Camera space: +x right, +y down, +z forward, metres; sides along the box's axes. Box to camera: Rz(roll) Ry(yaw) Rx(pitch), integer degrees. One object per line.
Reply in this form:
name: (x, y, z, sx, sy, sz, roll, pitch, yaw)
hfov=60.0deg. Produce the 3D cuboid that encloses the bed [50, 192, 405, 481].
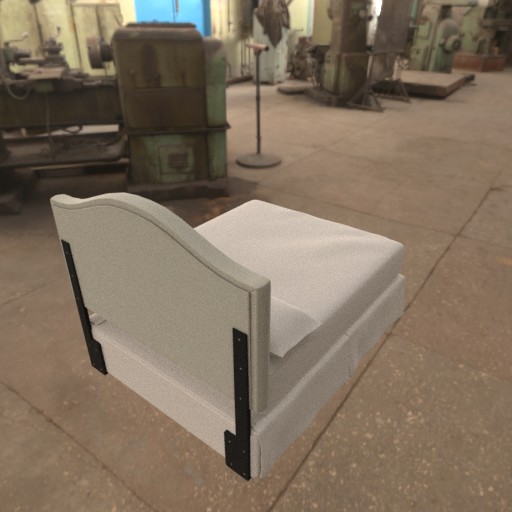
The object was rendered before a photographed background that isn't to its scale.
bed: (0.000, 0.000, 3.447, 1.813, 1.607, 2.180, 21, 36, 32)
